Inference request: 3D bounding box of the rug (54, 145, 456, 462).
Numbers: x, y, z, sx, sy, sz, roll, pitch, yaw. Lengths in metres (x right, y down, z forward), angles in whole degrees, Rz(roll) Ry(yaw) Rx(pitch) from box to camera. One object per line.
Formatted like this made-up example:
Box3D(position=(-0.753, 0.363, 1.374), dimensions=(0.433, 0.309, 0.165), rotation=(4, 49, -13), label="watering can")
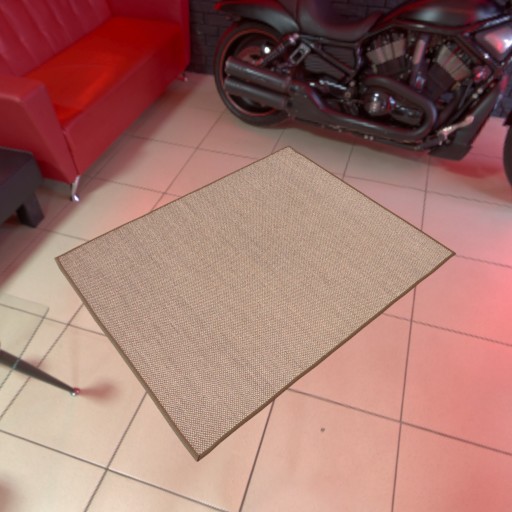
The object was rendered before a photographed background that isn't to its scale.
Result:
Box3D(position=(0.000, 0.000, 4.237), dimensions=(3.041, 0.020, 2.413), rotation=(-31, 54, -26), label="rug")
